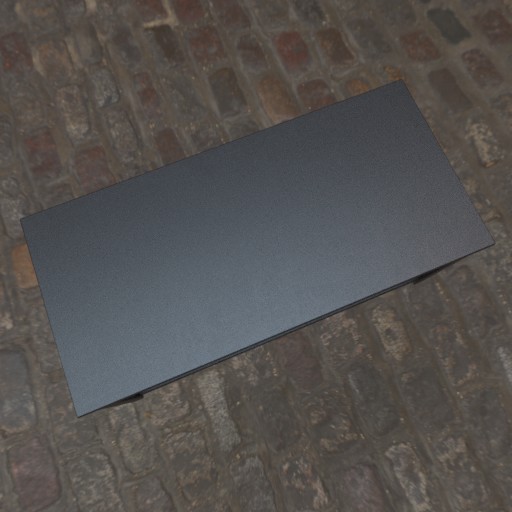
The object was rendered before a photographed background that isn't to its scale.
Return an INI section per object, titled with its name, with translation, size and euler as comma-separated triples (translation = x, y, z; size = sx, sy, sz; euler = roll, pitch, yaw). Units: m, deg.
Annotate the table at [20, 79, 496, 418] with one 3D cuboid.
[table]
translation = 0.000, 0.000, 1.264
size = 1.016, 0.457, 0.483
euler = -22, 76, -6
